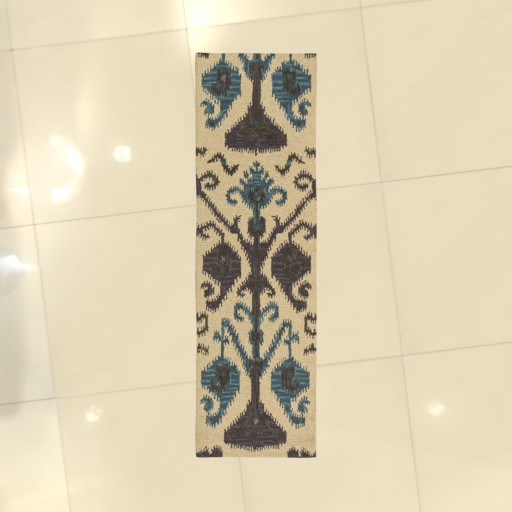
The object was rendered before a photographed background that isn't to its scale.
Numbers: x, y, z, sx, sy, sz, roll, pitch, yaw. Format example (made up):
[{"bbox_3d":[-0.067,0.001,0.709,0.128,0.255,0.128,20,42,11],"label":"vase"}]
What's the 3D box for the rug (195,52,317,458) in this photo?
[{"bbox_3d":[0.000,0.000,2.517,0.692,0.017,2.301,0,90,0],"label":"rug"}]
